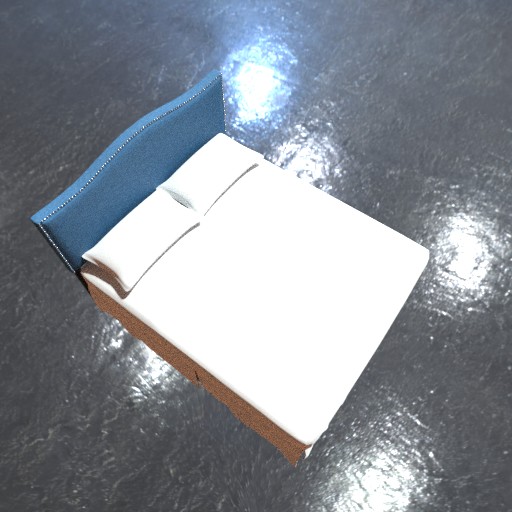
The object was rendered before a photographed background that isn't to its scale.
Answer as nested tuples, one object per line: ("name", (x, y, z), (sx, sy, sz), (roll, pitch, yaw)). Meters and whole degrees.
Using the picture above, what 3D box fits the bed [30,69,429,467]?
("bed", (0.000, 0.000, 2.860), (1.872, 1.169, 1.610), (32, 64, 18))
